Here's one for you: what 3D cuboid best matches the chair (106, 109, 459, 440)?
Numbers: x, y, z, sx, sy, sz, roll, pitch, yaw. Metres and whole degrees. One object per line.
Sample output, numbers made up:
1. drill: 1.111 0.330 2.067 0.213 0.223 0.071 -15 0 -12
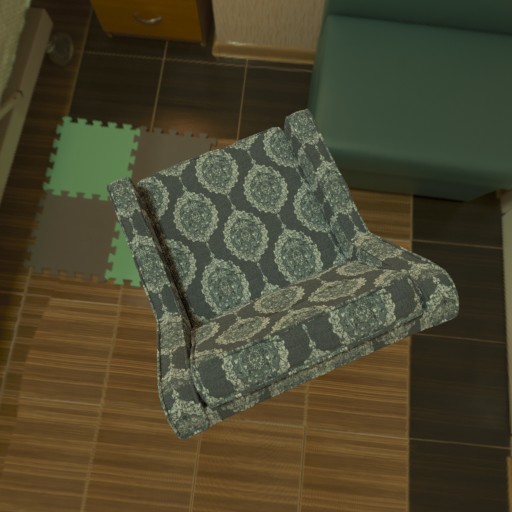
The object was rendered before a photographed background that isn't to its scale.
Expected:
1. chair: 0.000 0.000 1.312 0.663 0.792 0.743 -22 76 -6
